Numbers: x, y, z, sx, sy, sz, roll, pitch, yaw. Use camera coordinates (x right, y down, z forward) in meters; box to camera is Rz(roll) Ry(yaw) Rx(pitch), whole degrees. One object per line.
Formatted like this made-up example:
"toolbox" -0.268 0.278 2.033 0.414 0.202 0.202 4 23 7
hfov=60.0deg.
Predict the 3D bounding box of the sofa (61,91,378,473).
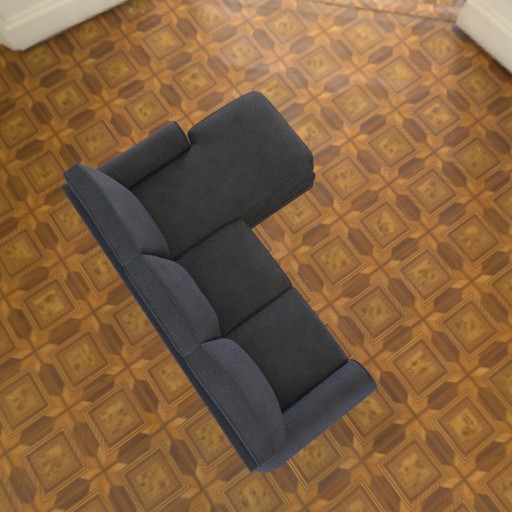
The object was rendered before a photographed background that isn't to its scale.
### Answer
"sofa" 0.000 0.000 3.404 1.780 1.063 2.567 -35 78 -9
